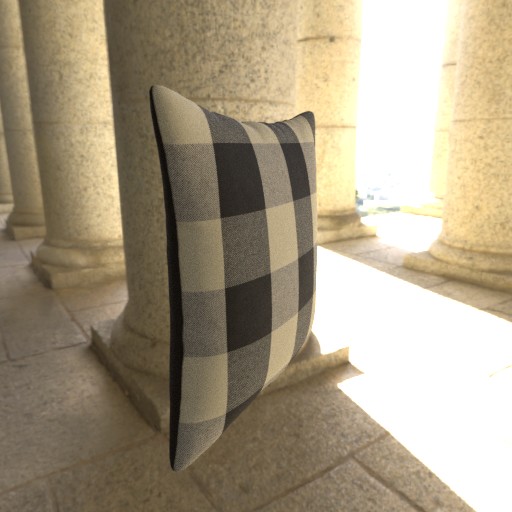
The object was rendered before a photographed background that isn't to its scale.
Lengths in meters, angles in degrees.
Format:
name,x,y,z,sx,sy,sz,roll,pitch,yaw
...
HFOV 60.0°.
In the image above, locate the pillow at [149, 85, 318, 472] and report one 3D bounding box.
name,x,y,z,sx,sy,sz,roll,pitch,yaw
pillow,0.000,0.000,0.772,0.161,0.509,0.511,7,16,26
